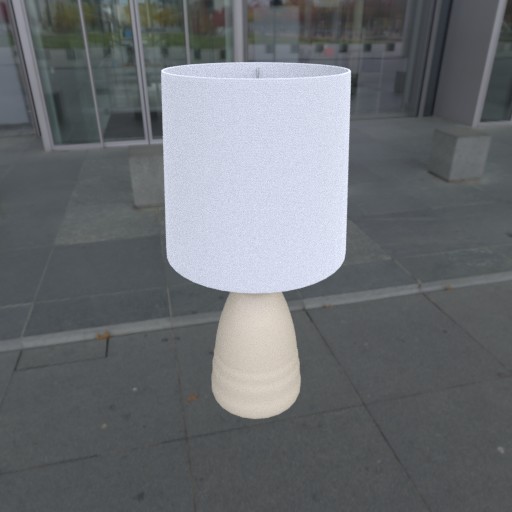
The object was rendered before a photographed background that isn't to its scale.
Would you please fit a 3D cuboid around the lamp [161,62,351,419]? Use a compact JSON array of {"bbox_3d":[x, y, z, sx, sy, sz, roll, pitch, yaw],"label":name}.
[{"bbox_3d":[0.000,0.000,0.474,0.186,0.369,0.186,0,27,0],"label":"lamp"}]
